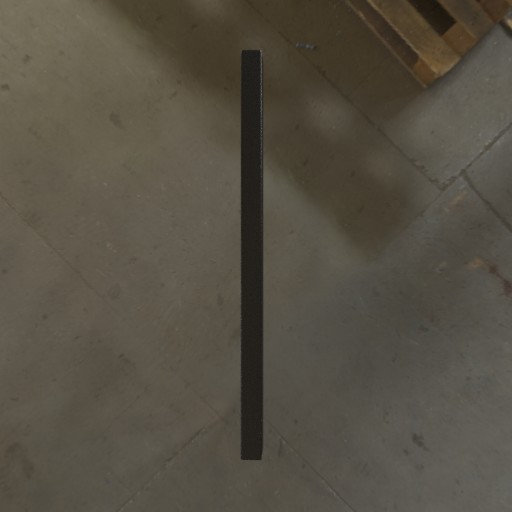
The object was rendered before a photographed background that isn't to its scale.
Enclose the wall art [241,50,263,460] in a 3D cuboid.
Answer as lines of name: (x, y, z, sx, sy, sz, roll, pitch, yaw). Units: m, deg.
wall art: (0.000, 0.000, 1.621, 0.053, 1.194, 0.950, 0, 90, 1)
